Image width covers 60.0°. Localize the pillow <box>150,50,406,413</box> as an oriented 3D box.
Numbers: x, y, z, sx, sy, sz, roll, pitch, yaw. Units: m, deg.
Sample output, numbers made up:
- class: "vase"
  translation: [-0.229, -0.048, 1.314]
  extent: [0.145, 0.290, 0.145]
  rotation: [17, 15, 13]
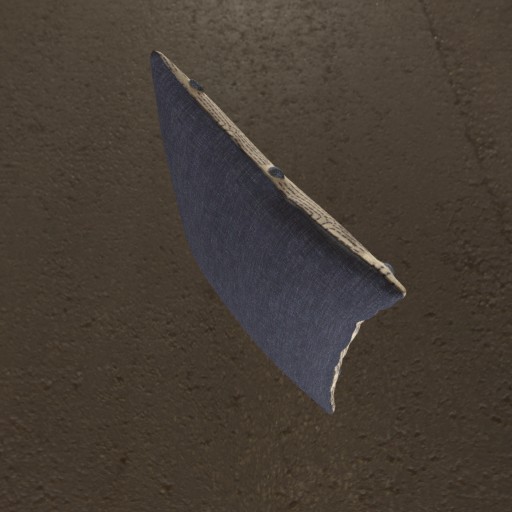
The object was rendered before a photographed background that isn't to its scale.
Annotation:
- class: "pillow"
  translation: [0.000, 0.000, 0.763]
  extent: [0.145, 0.510, 0.510]
  rotation: [-32, 64, -18]
